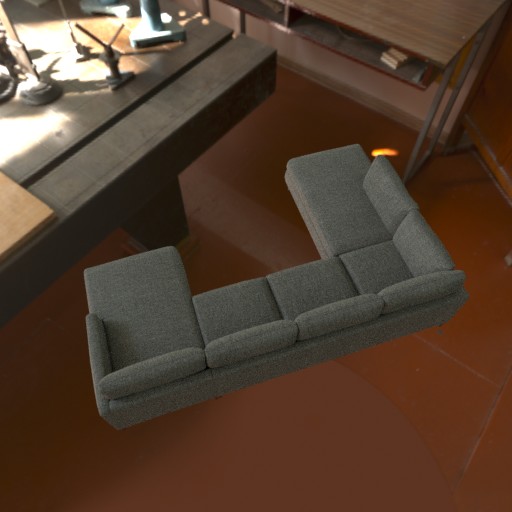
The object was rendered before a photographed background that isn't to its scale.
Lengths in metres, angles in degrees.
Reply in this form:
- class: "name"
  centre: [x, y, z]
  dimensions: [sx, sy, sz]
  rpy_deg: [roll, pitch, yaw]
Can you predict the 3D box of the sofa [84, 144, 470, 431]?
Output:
- class: "sofa"
  centre: [0.000, 0.000, 3.625]
  dimensions: [2.737, 0.756, 1.879]
  rpy_deg: [-15, 59, -10]
